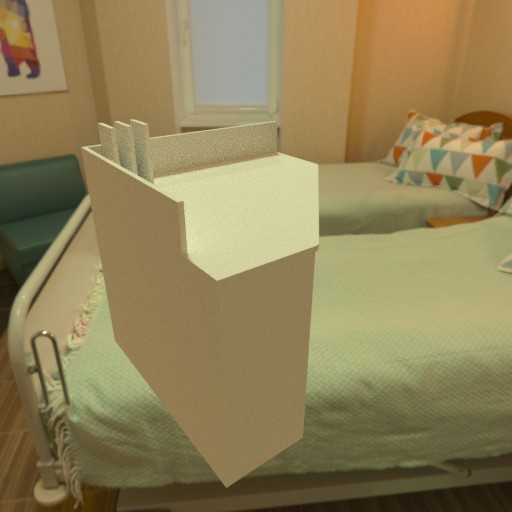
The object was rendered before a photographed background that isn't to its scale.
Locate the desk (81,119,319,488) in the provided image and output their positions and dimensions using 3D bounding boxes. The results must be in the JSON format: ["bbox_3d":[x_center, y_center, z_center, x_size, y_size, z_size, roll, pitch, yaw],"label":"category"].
[{"bbox_3d":[0.000,0.000,1.766,0.940,0.986,0.940,-19,32,-33],"label":"desk"}]
